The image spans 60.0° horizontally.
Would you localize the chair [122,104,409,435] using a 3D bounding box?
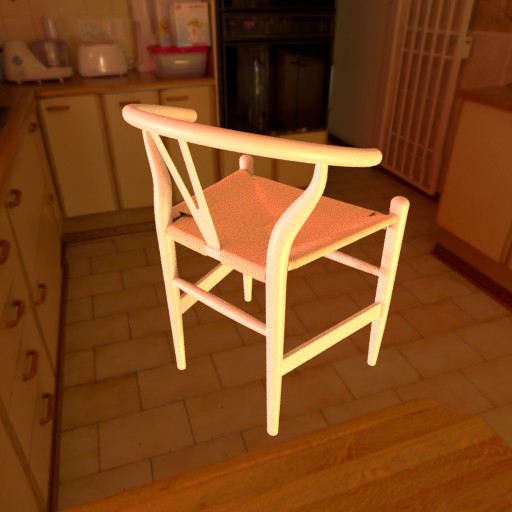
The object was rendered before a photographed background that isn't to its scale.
[{"bbox_3d":[0.000,0.000,1.056,0.533,0.736,0.500,24,38,34],"label":"chair"}]
